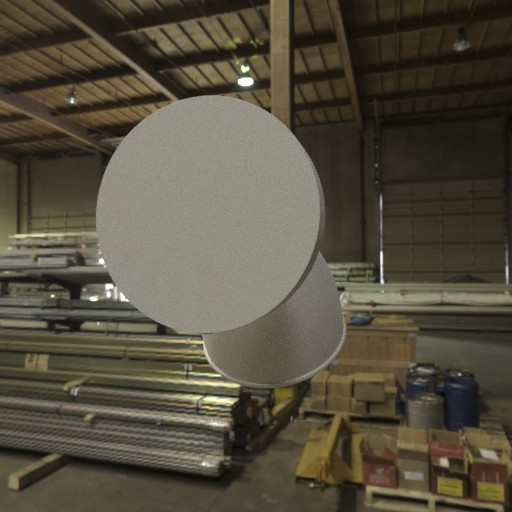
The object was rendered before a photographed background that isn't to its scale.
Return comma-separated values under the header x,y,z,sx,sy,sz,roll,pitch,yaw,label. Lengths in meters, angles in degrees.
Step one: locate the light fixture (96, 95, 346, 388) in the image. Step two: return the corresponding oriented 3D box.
x,y,z,sx,sy,sz,roll,pitch,yaw,label
0.000,0.000,0.332,0.127,0.199,0.209,0,-1,17,light fixture
